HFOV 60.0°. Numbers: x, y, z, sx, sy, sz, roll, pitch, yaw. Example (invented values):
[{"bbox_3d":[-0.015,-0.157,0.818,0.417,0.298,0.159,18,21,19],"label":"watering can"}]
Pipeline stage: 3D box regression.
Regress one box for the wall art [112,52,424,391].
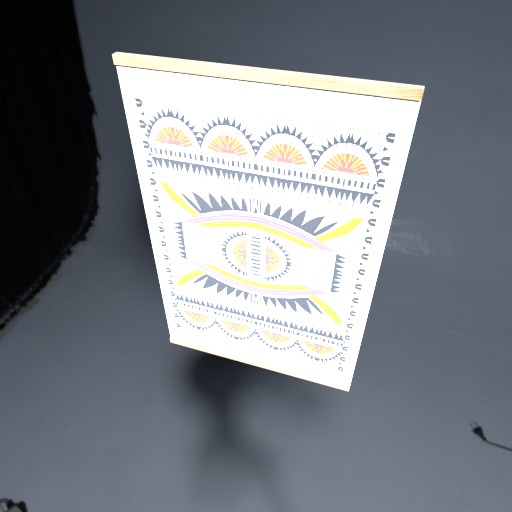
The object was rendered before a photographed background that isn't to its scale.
[{"bbox_3d":[0.000,0.000,1.872,0.999,1.533,0.028,12,43,14],"label":"wall art"}]
